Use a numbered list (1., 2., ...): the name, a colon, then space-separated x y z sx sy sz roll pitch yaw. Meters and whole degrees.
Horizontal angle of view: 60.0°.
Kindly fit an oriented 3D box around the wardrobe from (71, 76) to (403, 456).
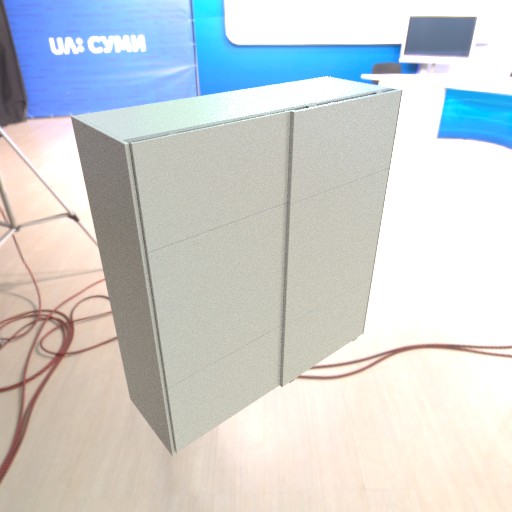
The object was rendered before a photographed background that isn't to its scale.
1. wardrobe: 0.000 0.000 2.896 1.780 1.960 0.629 -23 38 -33
